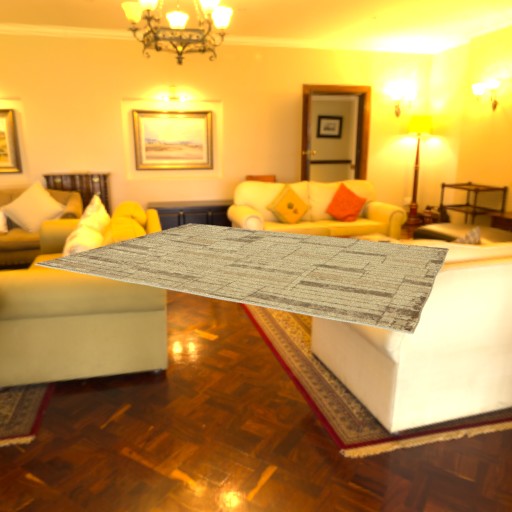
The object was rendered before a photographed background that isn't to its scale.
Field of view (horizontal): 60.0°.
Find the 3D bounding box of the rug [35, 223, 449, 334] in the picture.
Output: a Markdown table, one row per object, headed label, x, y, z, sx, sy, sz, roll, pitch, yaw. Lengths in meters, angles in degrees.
| label | x | y | z | sx | sy | sz | roll | pitch | yaw |
| --- | --- | --- | --- | --- | --- | --- | --- | --- | --- |
| rug | 0.000 | 0.000 | 4.396 | 3.357 | 0.019 | 2.449 | 7 | 16 | 27 |
